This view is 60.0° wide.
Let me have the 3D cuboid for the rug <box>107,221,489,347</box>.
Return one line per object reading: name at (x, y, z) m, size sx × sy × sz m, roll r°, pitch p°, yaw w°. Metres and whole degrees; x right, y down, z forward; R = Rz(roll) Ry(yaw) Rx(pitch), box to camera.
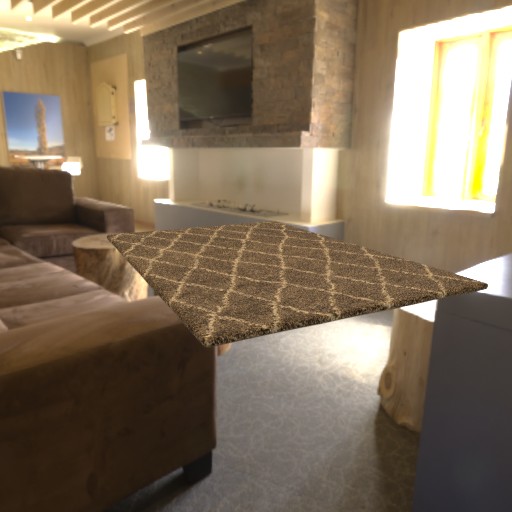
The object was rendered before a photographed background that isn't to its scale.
rug at (0.000, 0.000, 2.291) m, size 1.219 × 0.030 × 1.778 m, roll -7°, pitch 15°, yaw -26°
